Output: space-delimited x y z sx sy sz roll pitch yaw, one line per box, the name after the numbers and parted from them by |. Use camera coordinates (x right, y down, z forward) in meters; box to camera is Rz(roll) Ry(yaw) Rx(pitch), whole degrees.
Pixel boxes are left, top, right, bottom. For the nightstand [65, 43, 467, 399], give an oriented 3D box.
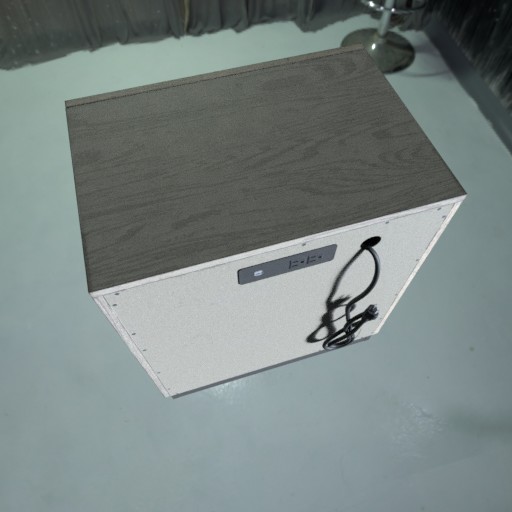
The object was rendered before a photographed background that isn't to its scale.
0.000 0.000 1.053 0.612 0.673 0.483 -15 60 -9 | nightstand
